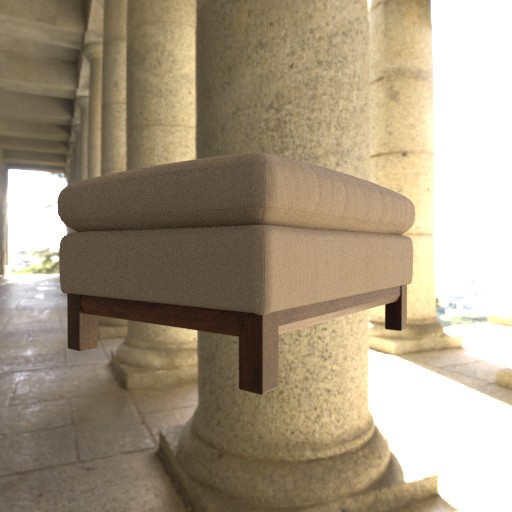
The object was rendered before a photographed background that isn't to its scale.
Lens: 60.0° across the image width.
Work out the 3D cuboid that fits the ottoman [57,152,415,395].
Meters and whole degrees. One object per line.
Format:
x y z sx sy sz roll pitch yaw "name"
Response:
0.000 0.000 1.136 0.606 0.420 0.771 1 1 36 "ottoman"
